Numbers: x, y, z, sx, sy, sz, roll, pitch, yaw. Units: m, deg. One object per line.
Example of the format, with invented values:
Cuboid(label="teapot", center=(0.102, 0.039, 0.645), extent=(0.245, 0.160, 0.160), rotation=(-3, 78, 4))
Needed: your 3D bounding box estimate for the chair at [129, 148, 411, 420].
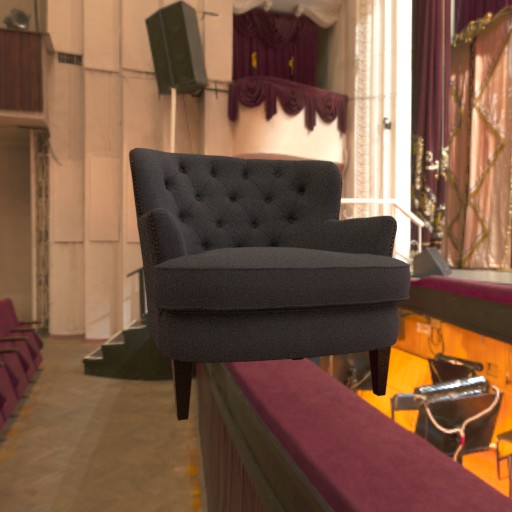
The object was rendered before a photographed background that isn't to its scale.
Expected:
Cuboid(label="chair", center=(0.000, 0.000, 1.572), extent=(0.848, 0.868, 0.906), rotation=(0, 1, -18))
